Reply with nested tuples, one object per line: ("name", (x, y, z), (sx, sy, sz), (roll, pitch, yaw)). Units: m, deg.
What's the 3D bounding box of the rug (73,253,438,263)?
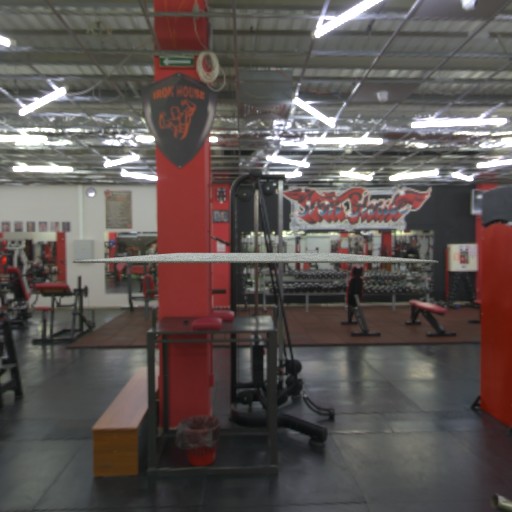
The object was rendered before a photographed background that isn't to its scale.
("rug", (0.000, 0.000, 3.049), (1.515, 0.010, 2.430), (0, 1, 0))
